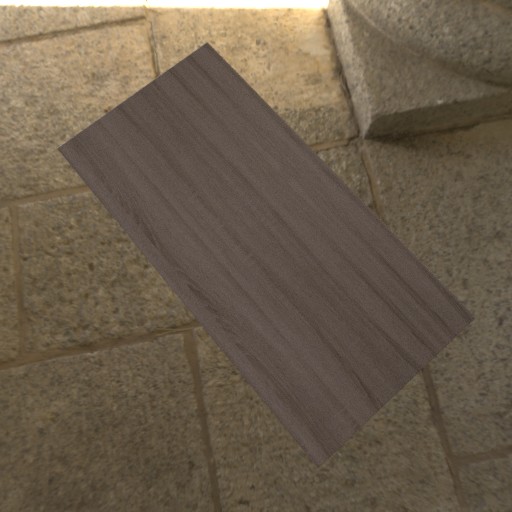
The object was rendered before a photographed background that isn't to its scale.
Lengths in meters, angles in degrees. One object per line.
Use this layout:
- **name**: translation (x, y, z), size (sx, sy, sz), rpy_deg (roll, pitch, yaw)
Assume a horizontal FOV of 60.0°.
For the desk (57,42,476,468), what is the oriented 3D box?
- **desk**: translation (0.000, 0.000, 1.866), size (0.690, 0.745, 1.380), rpy_deg (-40, 79, -9)
